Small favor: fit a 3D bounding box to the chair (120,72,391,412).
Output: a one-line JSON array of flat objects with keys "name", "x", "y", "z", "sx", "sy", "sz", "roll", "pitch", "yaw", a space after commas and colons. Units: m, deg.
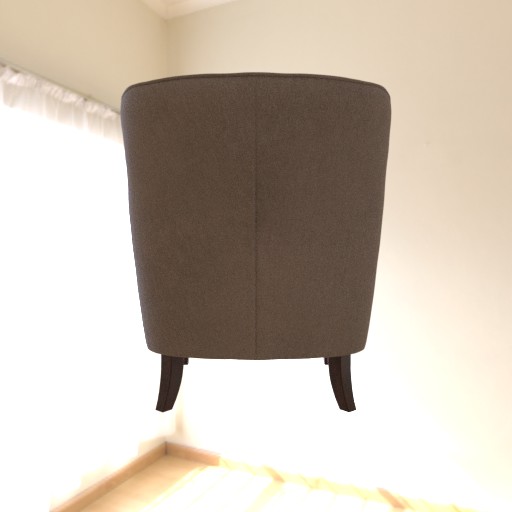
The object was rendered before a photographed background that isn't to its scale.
[{"name": "chair", "x": 0.000, "y": 0.000, "z": 1.524, "sx": 0.781, "sy": 0.919, "sz": 0.910, "roll": 0, "pitch": 0, "yaw": 0}]
